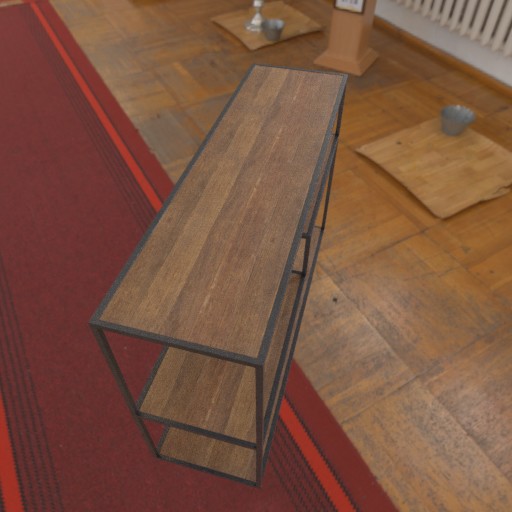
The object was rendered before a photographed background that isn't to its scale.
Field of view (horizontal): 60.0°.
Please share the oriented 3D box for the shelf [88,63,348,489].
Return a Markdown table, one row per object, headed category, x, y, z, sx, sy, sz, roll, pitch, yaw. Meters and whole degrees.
| category | x | y | z | sx | sy | sz | roll | pitch | yaw |
| --- | --- | --- | --- | --- | --- | --- | --- | --- | --- |
| shelf | 0.000 | 0.000 | 1.507 | 0.361 | 0.765 | 1.201 | 11 | 48 | 10 |
